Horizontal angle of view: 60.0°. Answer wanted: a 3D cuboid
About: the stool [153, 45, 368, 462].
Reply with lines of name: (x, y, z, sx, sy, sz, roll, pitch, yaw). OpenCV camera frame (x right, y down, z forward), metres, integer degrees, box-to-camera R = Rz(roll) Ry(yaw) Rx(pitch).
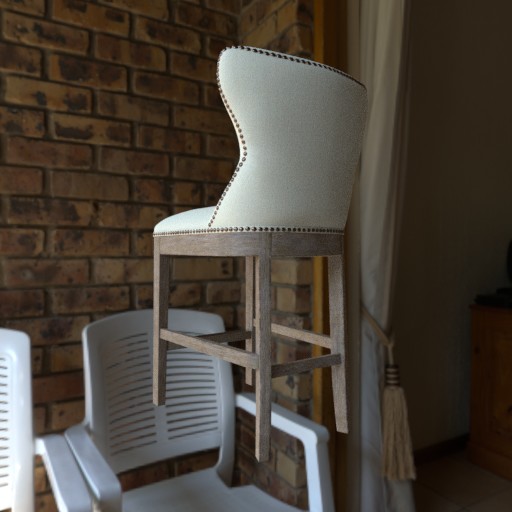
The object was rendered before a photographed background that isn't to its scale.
stool: (0.000, 0.000, 1.328, 0.498, 0.981, 0.608, -1, 1, -36)
